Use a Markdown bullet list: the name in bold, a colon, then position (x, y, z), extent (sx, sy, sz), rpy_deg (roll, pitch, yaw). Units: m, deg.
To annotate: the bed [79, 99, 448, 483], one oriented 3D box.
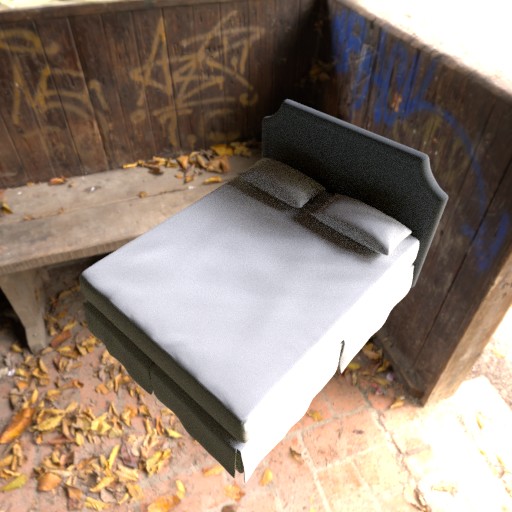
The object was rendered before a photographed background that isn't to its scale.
- **bed**: position (0.000, 0.000, 3.369), extent (1.811, 1.296, 2.259), rpy_deg (33, 54, 29)
